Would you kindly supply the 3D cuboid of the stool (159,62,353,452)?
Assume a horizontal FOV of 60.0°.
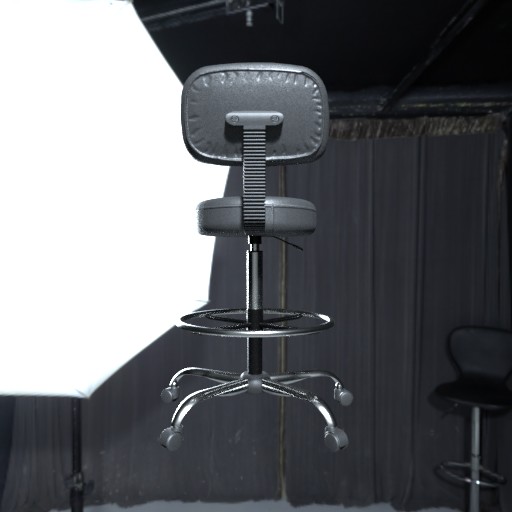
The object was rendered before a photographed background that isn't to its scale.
[{"bbox_3d":[0.000,0.000,1.516,0.694,1.069,0.658,0,0,1],"label":"stool"}]
